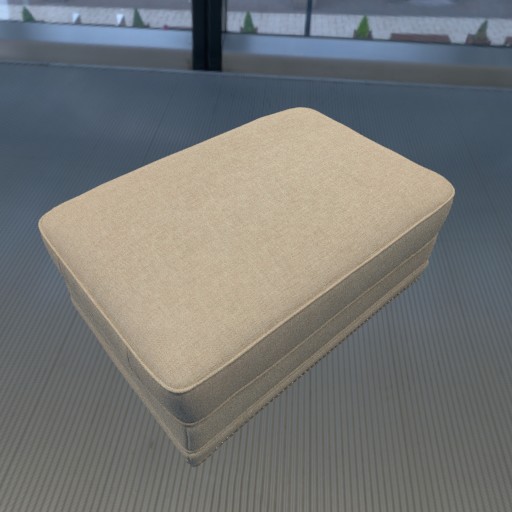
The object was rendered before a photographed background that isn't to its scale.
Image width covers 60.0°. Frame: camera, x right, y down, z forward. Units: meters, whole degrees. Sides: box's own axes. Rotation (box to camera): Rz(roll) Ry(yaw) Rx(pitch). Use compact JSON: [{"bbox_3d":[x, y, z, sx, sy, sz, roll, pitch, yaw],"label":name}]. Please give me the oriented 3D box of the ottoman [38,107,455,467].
[{"bbox_3d":[0.000,0.000,1.105,0.813,0.458,0.559,-32,55,-27],"label":"ottoman"}]
